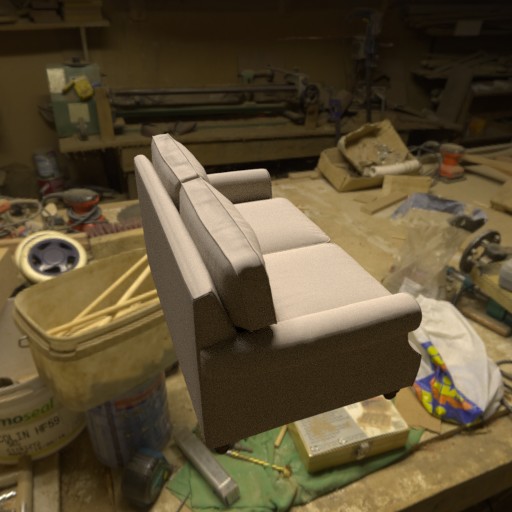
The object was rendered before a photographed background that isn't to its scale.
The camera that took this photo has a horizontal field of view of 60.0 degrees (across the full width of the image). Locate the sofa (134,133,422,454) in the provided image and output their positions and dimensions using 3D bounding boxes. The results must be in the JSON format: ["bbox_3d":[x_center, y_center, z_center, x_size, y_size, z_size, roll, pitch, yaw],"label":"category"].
[{"bbox_3d":[0.000,0.000,2.245,0.964,0.937,1.665,-11,32,-18],"label":"sofa"}]
